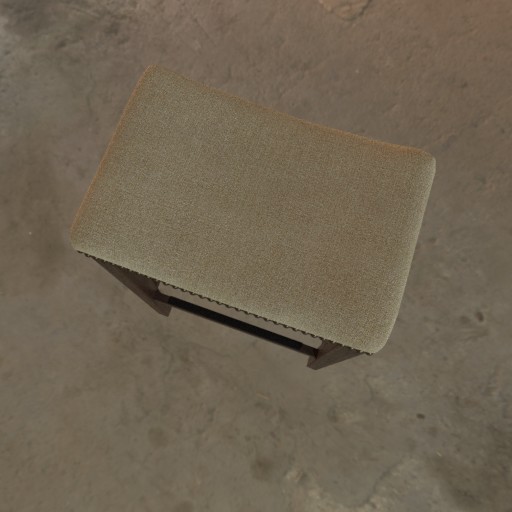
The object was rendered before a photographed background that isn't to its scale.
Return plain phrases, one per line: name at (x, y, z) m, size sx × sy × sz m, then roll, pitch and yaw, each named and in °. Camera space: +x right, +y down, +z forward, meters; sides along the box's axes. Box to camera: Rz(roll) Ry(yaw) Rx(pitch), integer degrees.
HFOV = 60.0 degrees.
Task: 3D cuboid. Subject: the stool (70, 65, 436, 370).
stool at (0.000, 0.000, 1.022) m, size 0.509 × 0.768 × 0.363 m, roll 19°, pitch 76°, yaw 5°
